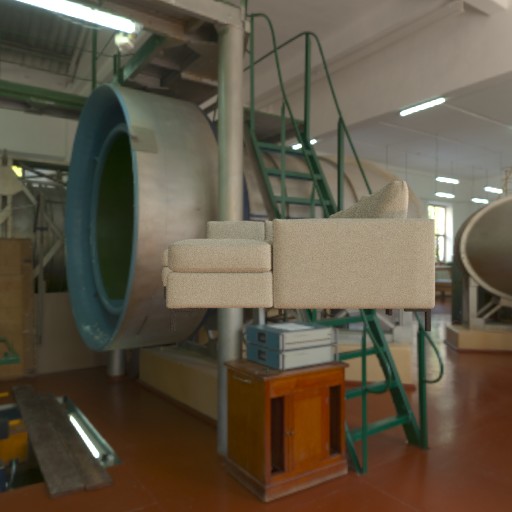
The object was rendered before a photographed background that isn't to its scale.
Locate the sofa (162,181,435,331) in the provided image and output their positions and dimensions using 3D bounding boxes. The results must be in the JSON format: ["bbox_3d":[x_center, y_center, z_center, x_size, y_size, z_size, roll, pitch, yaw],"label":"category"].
[{"bbox_3d":[0.000,0.000,3.895,1.989,0.862,2.984,0,-1,0],"label":"sofa"}]
